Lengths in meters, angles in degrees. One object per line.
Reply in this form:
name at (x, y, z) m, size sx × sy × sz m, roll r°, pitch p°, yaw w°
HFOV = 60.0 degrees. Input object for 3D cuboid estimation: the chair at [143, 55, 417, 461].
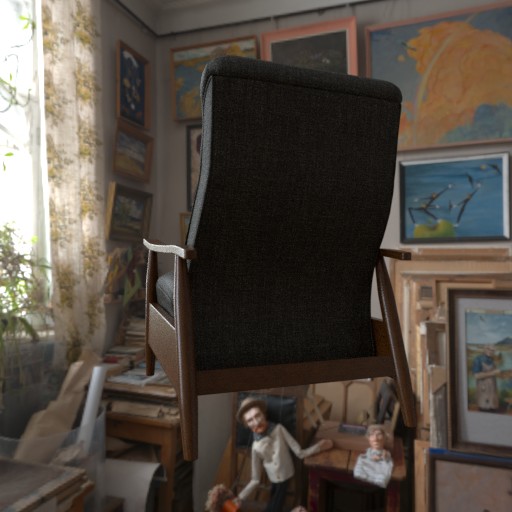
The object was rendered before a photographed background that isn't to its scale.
chair at (0.000, 0.000, 1.734) m, size 0.762 × 1.082 × 1.014 m, roll 0°, pitch -1°, yaw -20°
